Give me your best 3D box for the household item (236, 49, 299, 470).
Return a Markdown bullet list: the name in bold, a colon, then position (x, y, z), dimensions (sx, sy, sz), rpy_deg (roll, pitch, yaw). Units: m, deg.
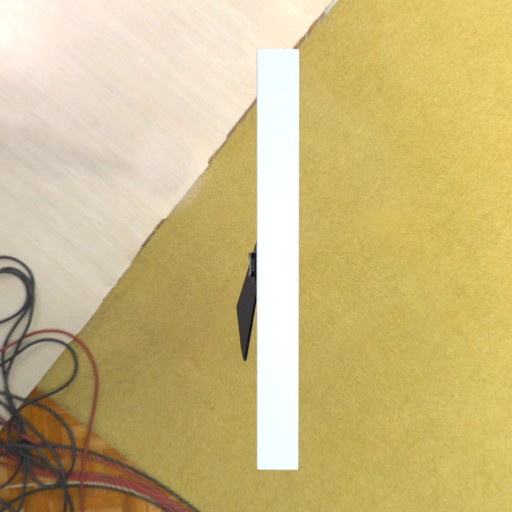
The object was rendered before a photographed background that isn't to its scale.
- **household item**: position (0.000, 0.000, 0.335), dimensions (0.045, 0.250, 0.200), rpy_deg (0, 91, 1)
